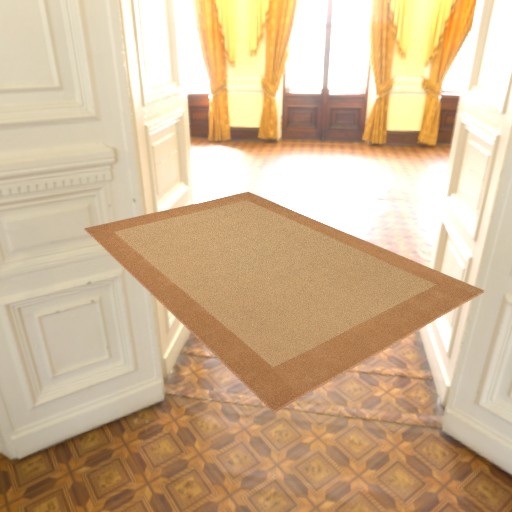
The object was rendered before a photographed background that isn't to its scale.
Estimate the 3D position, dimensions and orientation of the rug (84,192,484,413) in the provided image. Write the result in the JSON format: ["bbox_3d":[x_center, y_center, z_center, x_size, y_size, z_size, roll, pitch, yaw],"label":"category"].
[{"bbox_3d":[0.000,0.000,2.338,1.219,0.014,1.829,-18,31,-32],"label":"rug"}]
